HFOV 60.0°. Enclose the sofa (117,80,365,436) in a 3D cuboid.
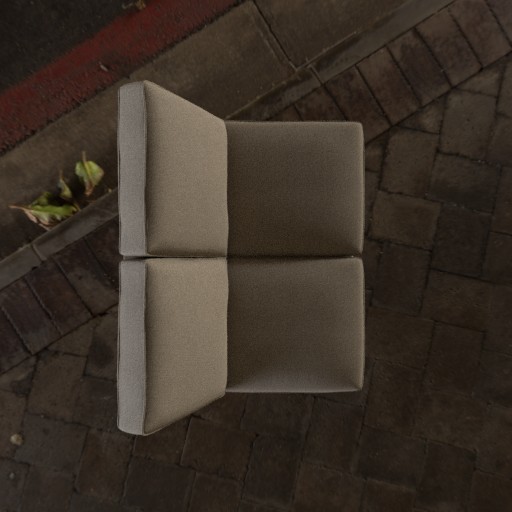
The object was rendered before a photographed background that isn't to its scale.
[{"bbox_3d":[0.000,0.000,1.965,0.978,1.006,1.232,0,90,1],"label":"sofa"}]
